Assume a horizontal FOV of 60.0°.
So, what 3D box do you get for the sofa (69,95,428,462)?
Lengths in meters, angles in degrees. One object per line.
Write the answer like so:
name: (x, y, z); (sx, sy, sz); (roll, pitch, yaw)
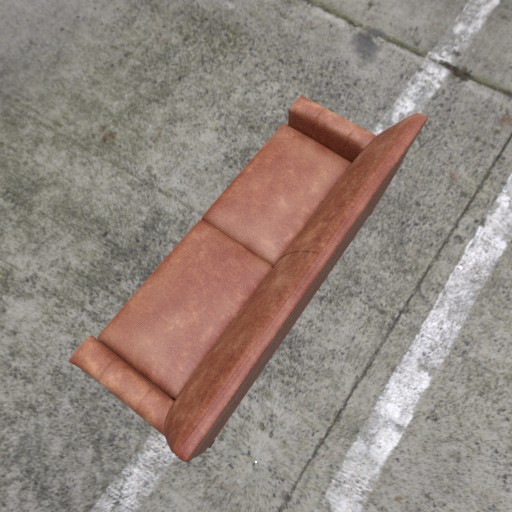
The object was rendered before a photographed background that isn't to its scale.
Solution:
sofa: (0.000, 0.000, 2.506); (0.805, 0.947, 2.053); (33, 69, 14)
